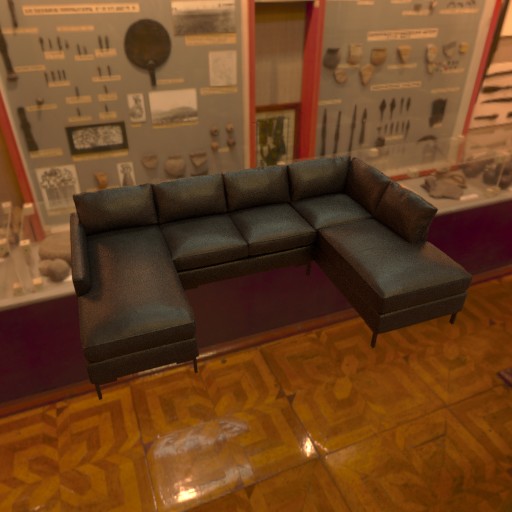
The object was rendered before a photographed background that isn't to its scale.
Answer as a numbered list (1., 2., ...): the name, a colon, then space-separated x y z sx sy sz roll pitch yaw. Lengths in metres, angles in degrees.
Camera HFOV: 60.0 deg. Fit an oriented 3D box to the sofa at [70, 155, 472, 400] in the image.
1. sofa: 0.000 0.000 3.835 2.956 0.900 1.939 -11 35 -17
